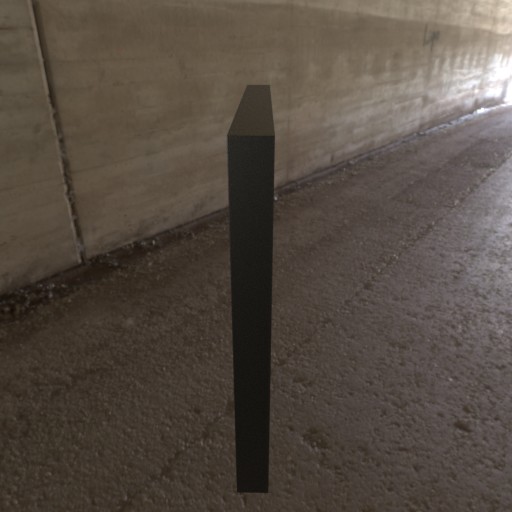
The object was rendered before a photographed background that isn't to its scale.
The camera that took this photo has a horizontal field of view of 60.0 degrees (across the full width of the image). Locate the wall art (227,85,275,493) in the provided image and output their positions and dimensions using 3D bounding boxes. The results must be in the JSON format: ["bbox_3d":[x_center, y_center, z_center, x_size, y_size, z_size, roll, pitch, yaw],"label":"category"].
[{"bbox_3d":[0.000,0.000,0.479,0.029,0.318,0.327,1,26,1],"label":"wall art"}]
